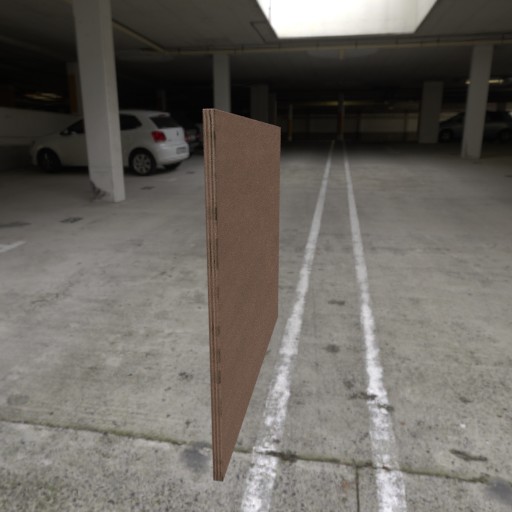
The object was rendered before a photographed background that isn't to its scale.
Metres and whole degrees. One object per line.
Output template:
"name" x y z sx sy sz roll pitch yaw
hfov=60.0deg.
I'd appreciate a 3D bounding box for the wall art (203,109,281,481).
"wall art" 0.000 0.000 0.703 0.012 0.408 0.508 2 15 10
